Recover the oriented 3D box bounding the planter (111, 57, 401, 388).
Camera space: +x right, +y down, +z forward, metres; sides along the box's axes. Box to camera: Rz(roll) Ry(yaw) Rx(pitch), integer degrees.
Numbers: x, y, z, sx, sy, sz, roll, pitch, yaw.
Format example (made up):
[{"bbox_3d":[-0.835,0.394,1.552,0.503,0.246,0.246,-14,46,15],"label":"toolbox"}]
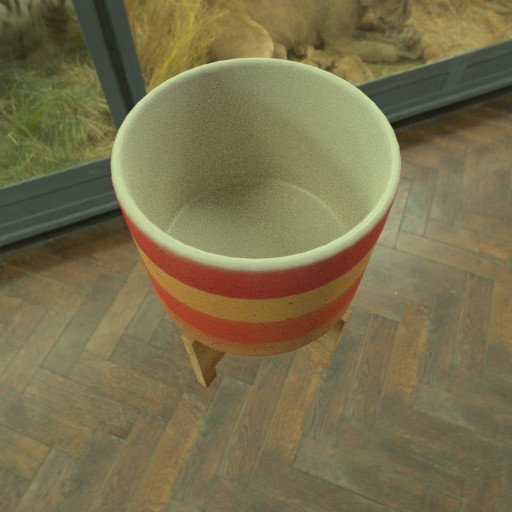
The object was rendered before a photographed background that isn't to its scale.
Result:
[{"bbox_3d":[0.000,0.000,0.554,0.269,0.379,0.269,0,58,0],"label":"planter"}]
